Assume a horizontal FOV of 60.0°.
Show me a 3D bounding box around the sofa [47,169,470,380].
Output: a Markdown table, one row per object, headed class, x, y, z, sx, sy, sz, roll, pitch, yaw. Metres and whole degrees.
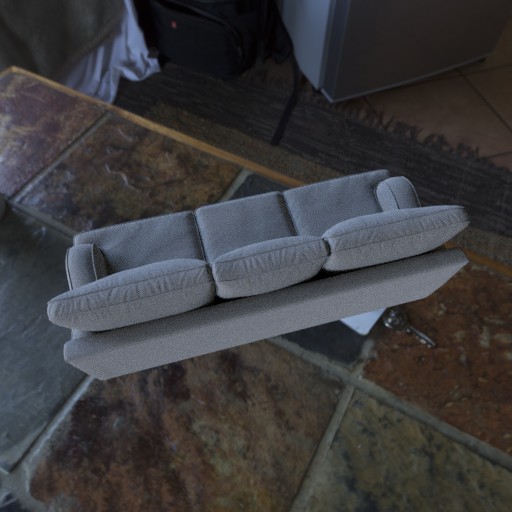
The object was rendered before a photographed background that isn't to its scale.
| class | x | y | z | sx | sy | sz | roll | pitch | yaw |
| --- | --- | --- | --- | --- | --- | --- | --- | --- | --- |
| sofa | 0.000 | 0.000 | 2.876 | 2.323 | 0.997 | 1.016 | -13 | 60 | -8 |
